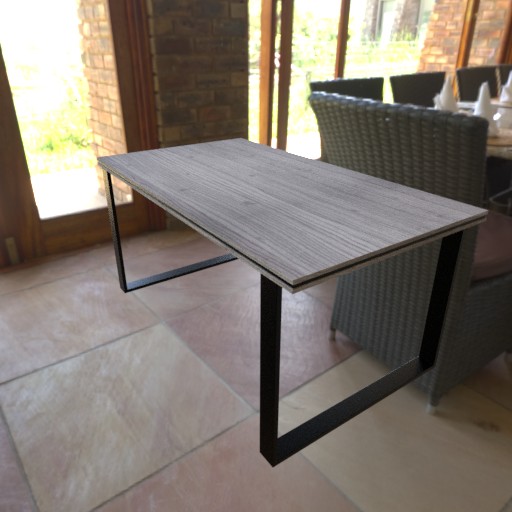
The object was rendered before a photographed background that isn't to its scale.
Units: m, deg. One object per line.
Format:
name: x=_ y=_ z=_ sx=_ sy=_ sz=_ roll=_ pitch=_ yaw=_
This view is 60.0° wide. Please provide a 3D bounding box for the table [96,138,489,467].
table: x=0.000 y=0.000 z=2.065 sx=0.881 sy=0.736 sz=1.579 roll=-17 pitch=31 yaw=-31
